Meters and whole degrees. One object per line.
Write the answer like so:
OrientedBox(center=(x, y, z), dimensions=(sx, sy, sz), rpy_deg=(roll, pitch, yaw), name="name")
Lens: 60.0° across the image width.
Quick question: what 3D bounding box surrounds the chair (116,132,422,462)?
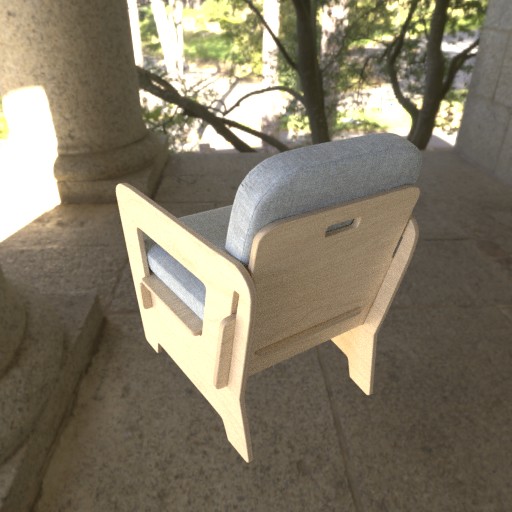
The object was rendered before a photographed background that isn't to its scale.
OrientedBox(center=(0.000, 0.000, 1.263), dimensions=(0.590, 0.800, 0.710), rpy_deg=(-17, 34, -27), name="chair")
